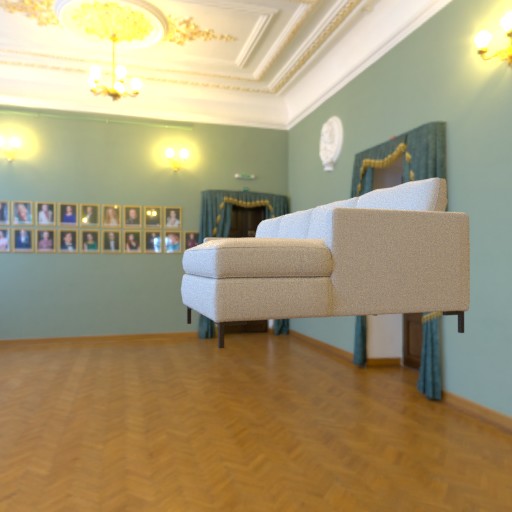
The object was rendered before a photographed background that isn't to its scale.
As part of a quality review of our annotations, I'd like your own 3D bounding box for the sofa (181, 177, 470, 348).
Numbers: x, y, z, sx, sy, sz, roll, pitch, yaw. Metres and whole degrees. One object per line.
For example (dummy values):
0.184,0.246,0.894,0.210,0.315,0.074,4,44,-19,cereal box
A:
0.000,0.000,3.160,1.258,0.755,2.731,0,-1,-18,sofa
